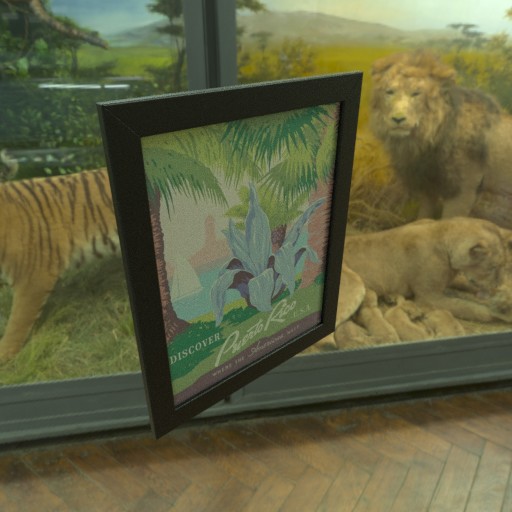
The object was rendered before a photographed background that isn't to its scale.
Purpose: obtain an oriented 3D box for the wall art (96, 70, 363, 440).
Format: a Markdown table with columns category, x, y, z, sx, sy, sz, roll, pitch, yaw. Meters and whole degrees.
| category | x | y | z | sx | sy | sz | roll | pitch | yaw |
| --- | --- | --- | --- | --- | --- | --- | --- | --- | --- |
| wall art | 0.000 | 0.000 | 0.796 | 0.481 | 0.582 | 0.018 | -22 | 36 | -34 |
